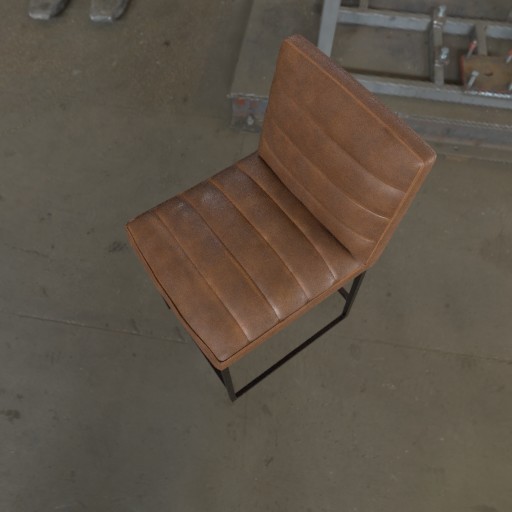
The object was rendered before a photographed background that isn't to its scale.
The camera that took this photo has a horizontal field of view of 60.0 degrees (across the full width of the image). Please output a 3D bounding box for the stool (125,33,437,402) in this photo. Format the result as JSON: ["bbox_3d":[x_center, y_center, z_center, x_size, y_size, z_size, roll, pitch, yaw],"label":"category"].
[{"bbox_3d":[0.000,0.000,1.257,0.562,0.942,0.463,-33,68,-15],"label":"stool"}]
